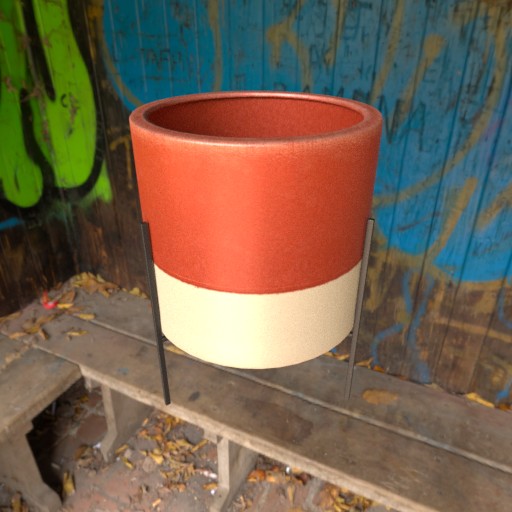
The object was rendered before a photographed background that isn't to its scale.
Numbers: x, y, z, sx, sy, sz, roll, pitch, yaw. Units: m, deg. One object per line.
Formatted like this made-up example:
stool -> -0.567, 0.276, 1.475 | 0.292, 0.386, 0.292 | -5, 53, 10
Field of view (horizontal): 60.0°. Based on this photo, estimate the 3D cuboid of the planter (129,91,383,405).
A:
planter -> 0.000, 0.000, 0.728 | 0.345, 0.465, 0.354 | -1, 29, -2
